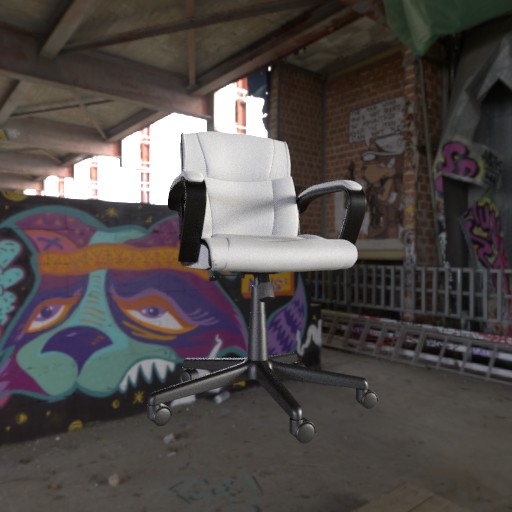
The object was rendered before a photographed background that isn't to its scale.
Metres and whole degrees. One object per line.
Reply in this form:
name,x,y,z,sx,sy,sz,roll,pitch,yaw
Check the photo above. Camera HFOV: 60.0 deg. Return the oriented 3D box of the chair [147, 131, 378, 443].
chair,0.000,0.000,1.515,0.739,1.004,0.717,0,0,-18
